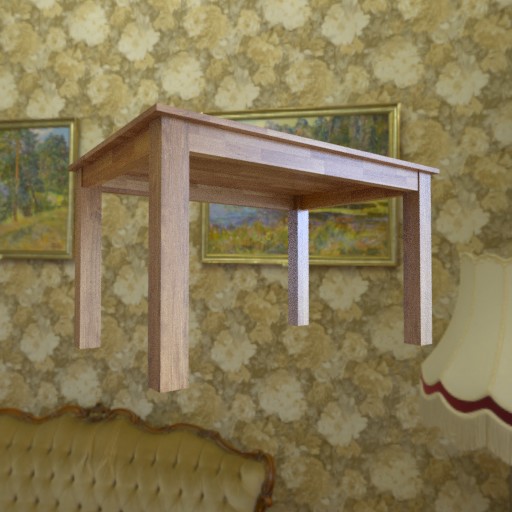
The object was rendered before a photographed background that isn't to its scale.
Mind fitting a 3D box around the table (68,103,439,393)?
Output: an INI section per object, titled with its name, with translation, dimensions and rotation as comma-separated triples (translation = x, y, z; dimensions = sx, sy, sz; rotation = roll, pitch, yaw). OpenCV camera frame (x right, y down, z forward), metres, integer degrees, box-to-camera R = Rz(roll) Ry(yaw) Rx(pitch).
[table]
translation = 0.000, 0.000, 1.875
dimensions = 1.300, 0.750, 0.900
rotation = 1, -2, -36
